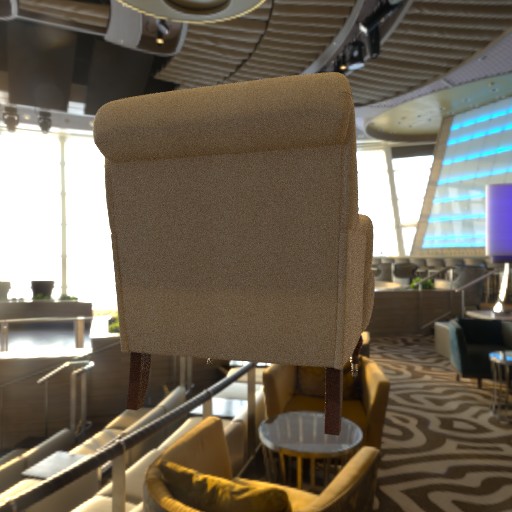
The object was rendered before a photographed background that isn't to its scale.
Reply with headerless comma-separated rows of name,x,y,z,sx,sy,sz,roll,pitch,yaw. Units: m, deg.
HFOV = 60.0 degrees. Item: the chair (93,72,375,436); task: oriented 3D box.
chair,0.000,0.000,1.542,0.766,0.944,0.842,0,0,18
